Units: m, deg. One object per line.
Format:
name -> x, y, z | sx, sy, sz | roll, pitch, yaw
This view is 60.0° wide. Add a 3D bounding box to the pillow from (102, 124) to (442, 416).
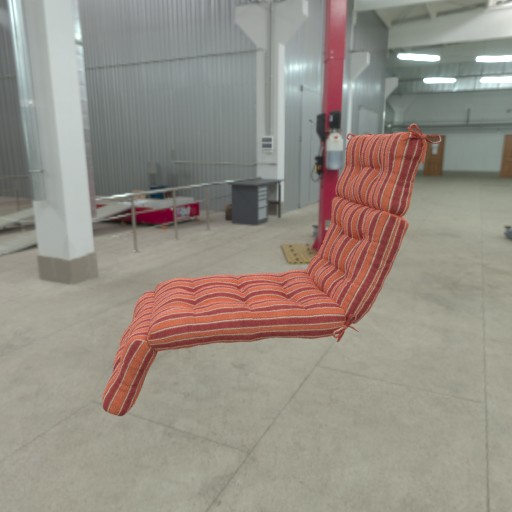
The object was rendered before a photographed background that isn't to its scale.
pillow -> 0.000, 0.000, 1.533 | 1.016, 0.863, 0.526 | -2, 14, -9
